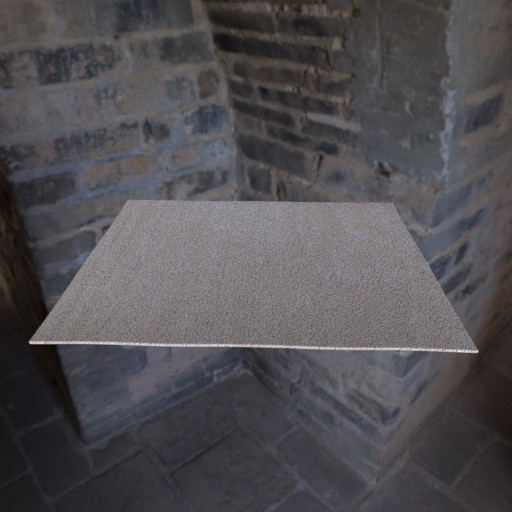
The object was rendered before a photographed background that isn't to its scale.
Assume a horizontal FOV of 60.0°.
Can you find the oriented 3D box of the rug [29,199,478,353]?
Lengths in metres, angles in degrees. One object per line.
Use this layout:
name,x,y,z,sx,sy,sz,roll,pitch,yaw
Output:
rug,0.000,0.000,3.992,3.000,0.026,2.400,1,31,1
